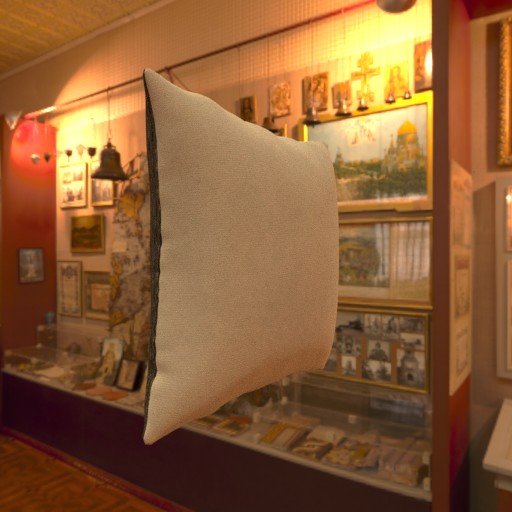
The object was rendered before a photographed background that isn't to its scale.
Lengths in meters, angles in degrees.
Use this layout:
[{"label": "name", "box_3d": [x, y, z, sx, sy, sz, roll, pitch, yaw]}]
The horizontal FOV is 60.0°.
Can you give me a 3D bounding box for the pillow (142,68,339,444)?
[{"label": "pillow", "box_3d": [0.000, 0.000, 0.678, 0.196, 0.434, 0.433, 0, 0, 37]}]
